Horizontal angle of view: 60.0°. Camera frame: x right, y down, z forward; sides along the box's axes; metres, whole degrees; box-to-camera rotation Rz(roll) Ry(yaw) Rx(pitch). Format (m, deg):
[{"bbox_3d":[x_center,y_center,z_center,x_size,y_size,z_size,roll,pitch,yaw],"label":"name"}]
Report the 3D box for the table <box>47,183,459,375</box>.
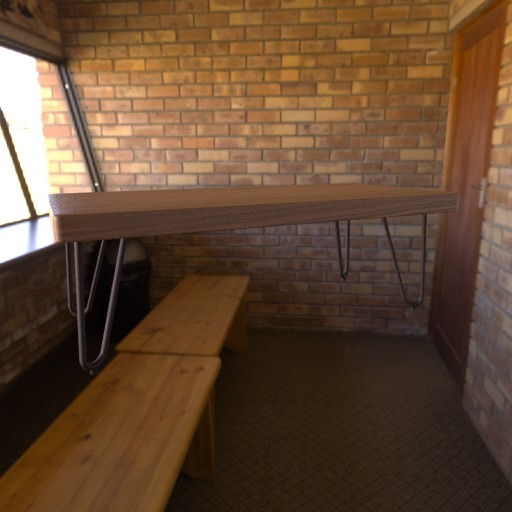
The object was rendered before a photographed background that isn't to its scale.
[{"bbox_3d":[0.000,0.000,1.668,1.375,0.468,0.637,-6,15,-25],"label":"table"}]
